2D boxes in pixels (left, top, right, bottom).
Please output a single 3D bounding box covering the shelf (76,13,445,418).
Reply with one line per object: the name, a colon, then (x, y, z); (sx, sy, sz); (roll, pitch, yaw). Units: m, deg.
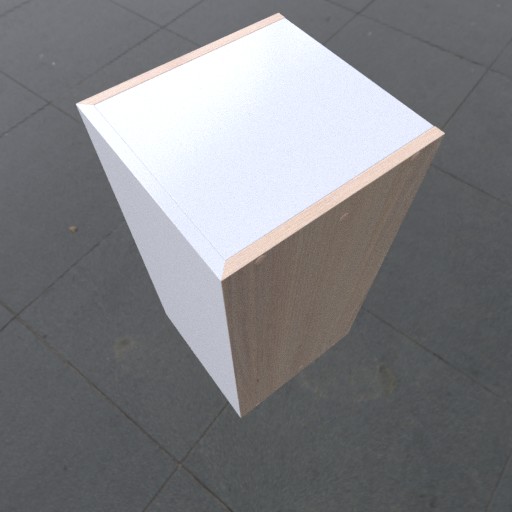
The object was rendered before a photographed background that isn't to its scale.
shelf: (0.000, 0.000, 0.747); (0.297, 0.594, 0.290); (-33, 65, -18)
